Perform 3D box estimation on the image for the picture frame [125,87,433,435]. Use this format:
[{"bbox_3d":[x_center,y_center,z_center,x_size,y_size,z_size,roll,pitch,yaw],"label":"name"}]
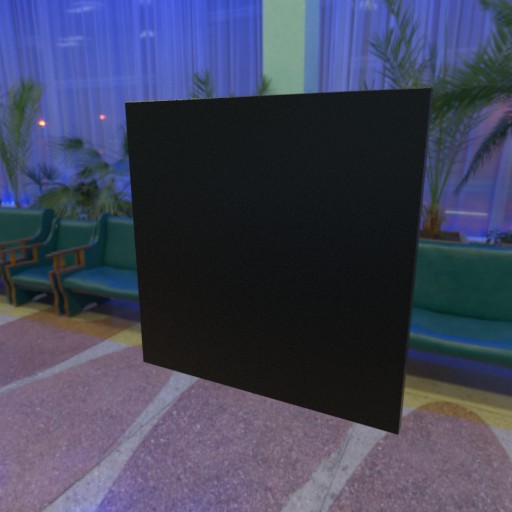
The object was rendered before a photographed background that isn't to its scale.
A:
[{"bbox_3d":[0.000,0.000,0.819,0.559,0.557,0.029,7,17,26],"label":"picture frame"}]
